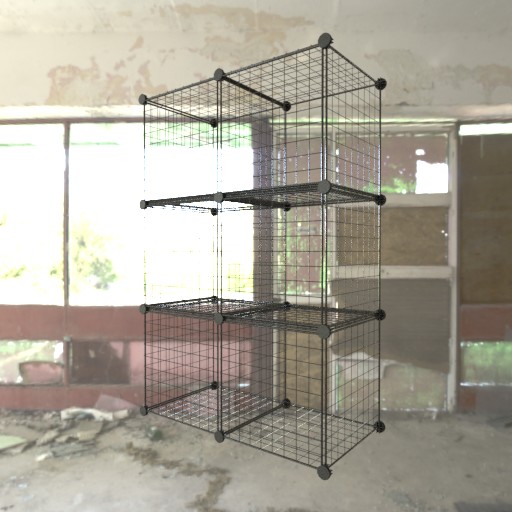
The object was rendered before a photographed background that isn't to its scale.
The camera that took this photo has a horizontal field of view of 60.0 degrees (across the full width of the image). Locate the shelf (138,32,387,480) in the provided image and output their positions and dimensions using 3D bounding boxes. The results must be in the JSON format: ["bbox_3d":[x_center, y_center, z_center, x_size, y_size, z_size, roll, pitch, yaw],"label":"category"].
[{"bbox_3d":[0.000,0.000,1.405,0.711,1.067,0.356,1,1,37],"label":"shelf"}]
